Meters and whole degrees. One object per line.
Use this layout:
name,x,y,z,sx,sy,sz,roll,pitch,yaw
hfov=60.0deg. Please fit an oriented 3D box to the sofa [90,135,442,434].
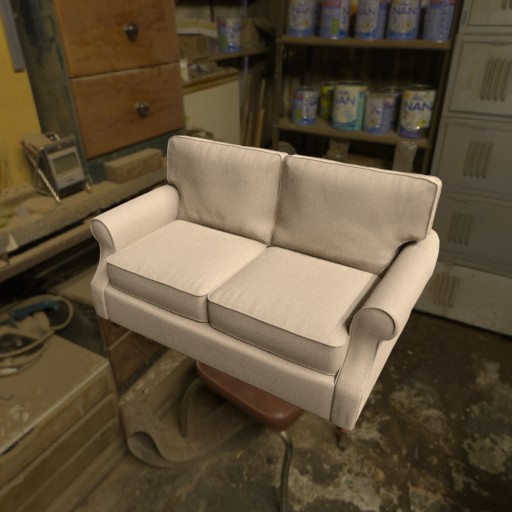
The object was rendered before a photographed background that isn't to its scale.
sofa,0.000,0.000,2.281,1.665,0.937,0.964,17,33,27
